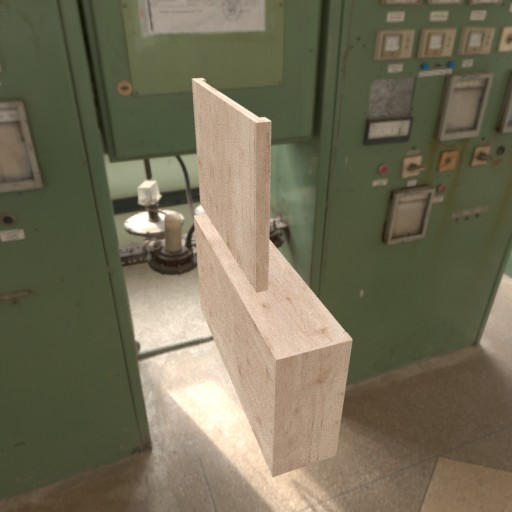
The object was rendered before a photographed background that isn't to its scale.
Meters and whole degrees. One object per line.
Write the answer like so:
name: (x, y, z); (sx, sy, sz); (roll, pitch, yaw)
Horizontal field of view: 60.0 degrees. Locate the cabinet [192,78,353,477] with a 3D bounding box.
cabinet: (0.000, 0.000, 2.827); (0.420, 1.981, 1.700); (-11, 32, -17)
